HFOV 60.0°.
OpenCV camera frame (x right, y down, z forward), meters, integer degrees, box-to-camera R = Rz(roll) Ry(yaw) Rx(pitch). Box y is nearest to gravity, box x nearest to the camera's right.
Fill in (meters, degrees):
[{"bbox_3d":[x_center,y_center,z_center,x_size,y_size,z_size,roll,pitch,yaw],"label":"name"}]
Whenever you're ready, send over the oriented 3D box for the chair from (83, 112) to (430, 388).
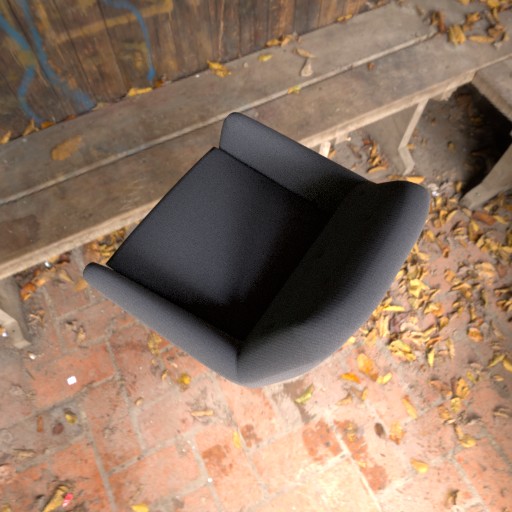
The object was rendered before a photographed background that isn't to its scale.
[{"bbox_3d":[0.000,0.000,1.418,0.779,0.800,0.770,31,67,15],"label":"chair"}]
